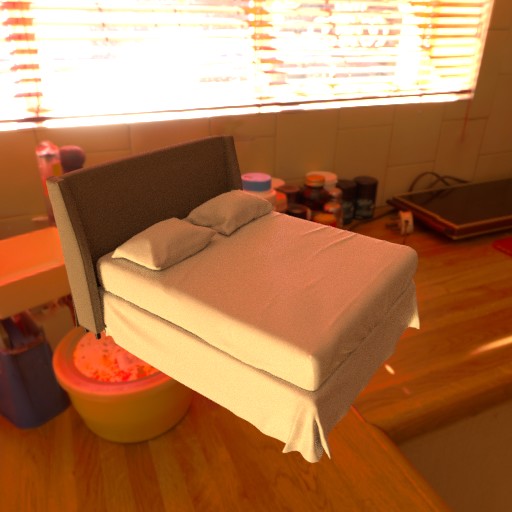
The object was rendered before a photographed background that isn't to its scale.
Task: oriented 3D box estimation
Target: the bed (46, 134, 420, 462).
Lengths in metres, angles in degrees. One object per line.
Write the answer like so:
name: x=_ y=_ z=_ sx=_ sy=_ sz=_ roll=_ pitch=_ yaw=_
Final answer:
bed: x=0.000 y=0.000 z=3.448 sx=2.276 sy=1.332 sz=1.925 roll=19 pitch=32 yaw=32
